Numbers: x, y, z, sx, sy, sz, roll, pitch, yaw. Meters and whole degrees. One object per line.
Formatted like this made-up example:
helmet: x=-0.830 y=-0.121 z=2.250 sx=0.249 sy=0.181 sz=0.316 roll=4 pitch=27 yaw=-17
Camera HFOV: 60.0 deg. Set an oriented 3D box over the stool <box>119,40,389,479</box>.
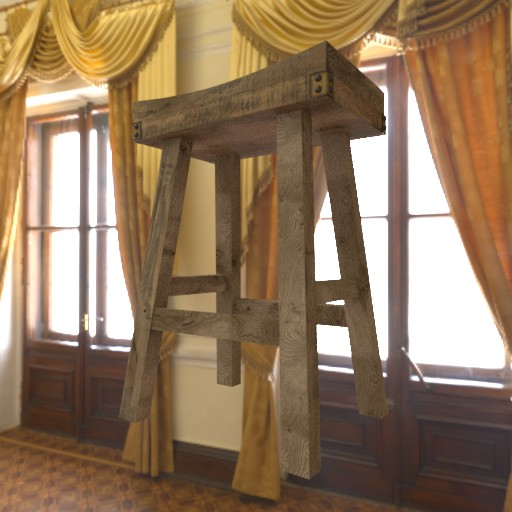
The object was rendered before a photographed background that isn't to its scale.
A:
stool: x=0.000 y=0.000 z=0.883 sx=0.450 sy=0.635 sz=0.330 roll=0 pitch=-1 yaw=35
